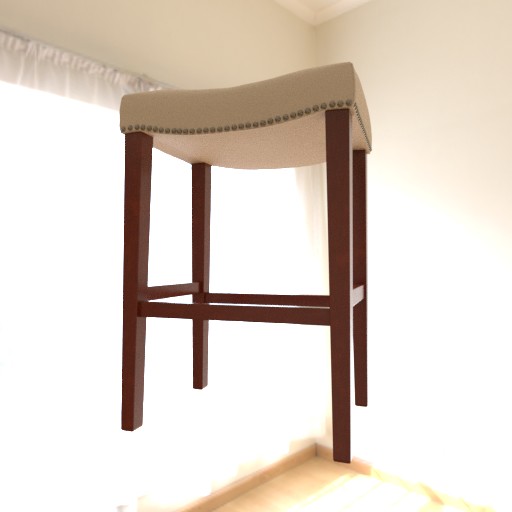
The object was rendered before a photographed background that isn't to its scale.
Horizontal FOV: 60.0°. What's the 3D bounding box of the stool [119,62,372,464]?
[{"bbox_3d":[0.000,0.000,1.034,0.504,0.742,0.372,0,-1,19],"label":"stool"}]
